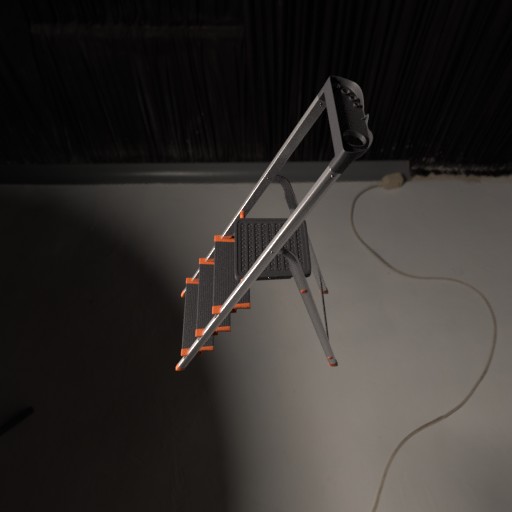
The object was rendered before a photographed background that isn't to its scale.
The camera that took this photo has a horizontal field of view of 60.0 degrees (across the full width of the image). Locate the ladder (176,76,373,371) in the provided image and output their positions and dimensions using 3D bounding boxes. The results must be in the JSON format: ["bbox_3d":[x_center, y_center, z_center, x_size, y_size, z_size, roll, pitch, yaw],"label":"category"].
[{"bbox_3d":[0.000,0.000,1.803,0.834,1.429,0.452,-1,57,-1],"label":"ladder"}]
